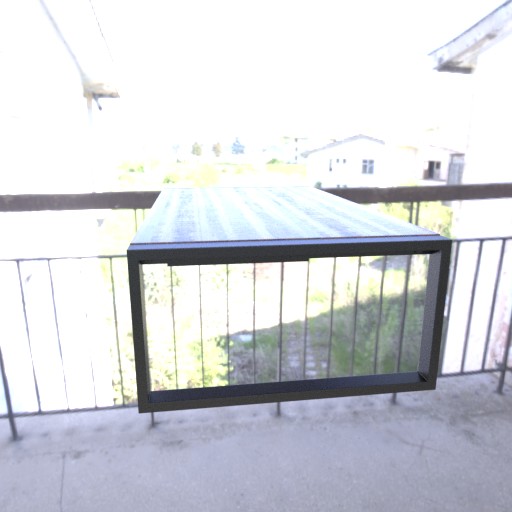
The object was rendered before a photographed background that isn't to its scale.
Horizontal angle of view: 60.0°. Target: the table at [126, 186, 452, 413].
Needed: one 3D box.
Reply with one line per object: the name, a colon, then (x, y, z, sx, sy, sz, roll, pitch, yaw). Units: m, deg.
table: (0.000, 0.000, 1.695, 0.750, 0.400, 1.350, -2, 14, -8)
